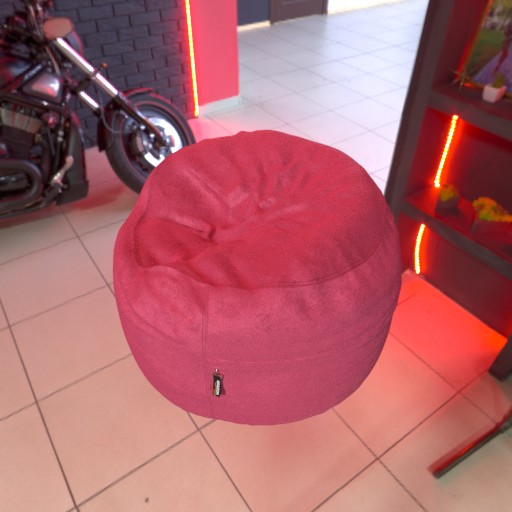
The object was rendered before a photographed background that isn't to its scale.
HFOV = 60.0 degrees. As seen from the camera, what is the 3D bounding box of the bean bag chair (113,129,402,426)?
[{"bbox_3d":[0.000,0.000,1.921,1.218,0.788,1.218,0,41,0],"label":"bean bag chair"}]
